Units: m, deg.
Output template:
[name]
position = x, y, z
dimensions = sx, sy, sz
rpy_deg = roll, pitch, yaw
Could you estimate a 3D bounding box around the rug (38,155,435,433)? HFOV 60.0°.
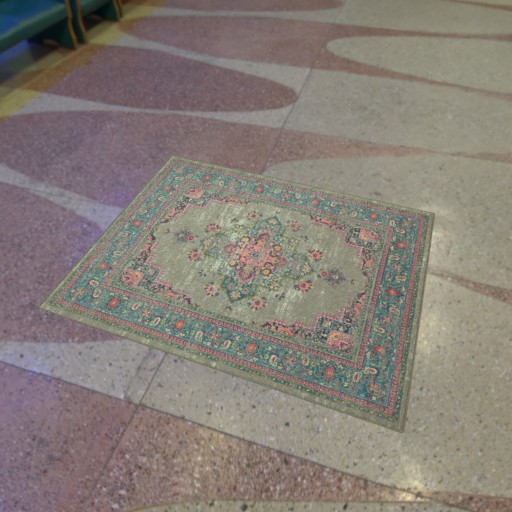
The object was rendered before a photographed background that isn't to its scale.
[rug]
position = 0.000, 0.000, 4.172
dimensions = 3.057, 0.013, 2.434
rpy_deg = 15, 48, 14
